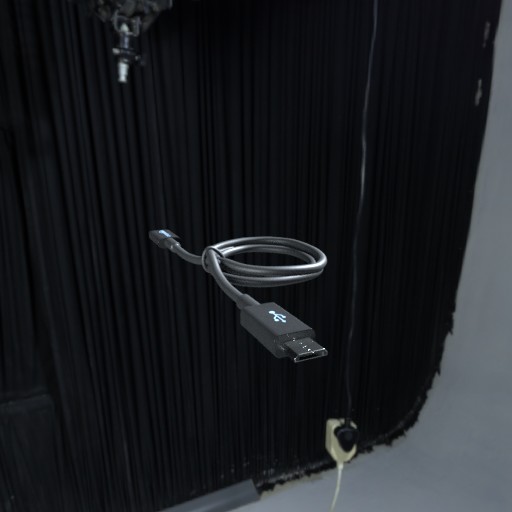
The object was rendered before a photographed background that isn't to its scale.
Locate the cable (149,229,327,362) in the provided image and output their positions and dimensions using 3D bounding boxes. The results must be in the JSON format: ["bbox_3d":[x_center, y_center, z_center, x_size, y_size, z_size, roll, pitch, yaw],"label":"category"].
[{"bbox_3d":[0.000,0.000,0.218,0.070,0.014,0.192,-7,16,-24],"label":"cable"}]
